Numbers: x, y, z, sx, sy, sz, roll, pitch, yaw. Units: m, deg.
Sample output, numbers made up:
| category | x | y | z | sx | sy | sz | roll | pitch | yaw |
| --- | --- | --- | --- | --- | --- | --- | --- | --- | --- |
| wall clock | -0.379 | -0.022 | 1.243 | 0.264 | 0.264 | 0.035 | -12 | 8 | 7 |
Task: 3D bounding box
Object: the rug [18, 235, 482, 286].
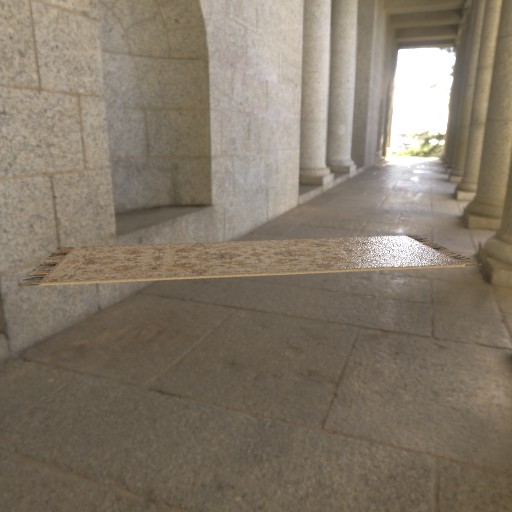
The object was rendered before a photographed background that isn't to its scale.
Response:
| category | x | y | z | sx | sy | sz | roll | pitch | yaw |
| --- | --- | --- | --- | --- | --- | --- | --- | --- | --- |
| rug | 0.000 | 0.000 | 2.632 | 2.438 | 0.021 | 0.729 | -2 | 16 | -8 |
